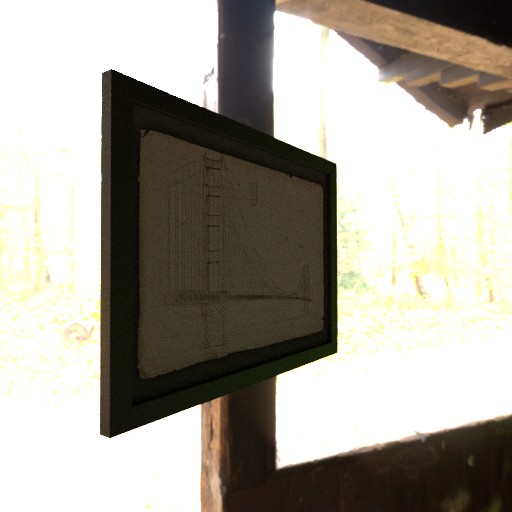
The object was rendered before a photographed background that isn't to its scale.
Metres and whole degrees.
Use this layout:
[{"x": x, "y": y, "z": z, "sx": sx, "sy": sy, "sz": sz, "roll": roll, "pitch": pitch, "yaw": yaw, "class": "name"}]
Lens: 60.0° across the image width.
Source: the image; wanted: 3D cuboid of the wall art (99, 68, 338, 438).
[{"x": 0.000, "y": 0.000, "z": 0.545, "sx": 0.016, "sy": 0.306, "sz": 0.432, "roll": -1, "pitch": -1, "yaw": 36, "class": "wall art"}]
